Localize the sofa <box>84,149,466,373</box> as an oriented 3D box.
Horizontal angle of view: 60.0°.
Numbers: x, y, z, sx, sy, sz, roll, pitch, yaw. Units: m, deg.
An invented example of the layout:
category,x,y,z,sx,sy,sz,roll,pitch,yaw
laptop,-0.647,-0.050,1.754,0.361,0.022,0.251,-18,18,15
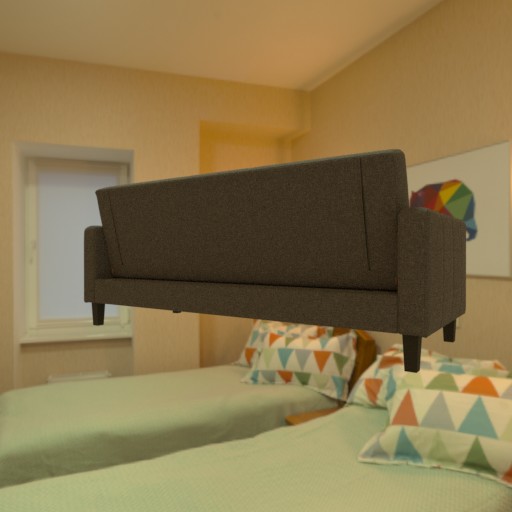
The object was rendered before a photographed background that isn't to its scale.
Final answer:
category,x,y,z,sx,sy,sz,roll,pitch,yaw
sofa,0.000,0.000,2.465,2.040,0.850,0.810,0,0,34
